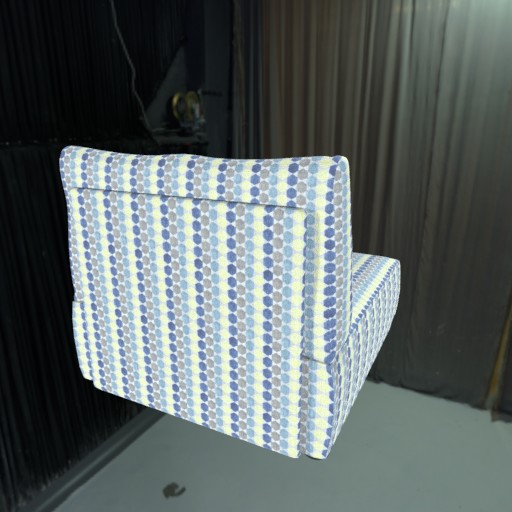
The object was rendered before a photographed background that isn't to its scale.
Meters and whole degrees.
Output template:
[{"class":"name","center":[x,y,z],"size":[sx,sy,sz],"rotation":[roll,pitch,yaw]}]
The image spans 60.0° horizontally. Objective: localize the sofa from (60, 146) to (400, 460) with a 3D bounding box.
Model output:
[{"class":"sofa","center":[0.000,0.000,1.675],"size":[0.930,0.830,1.000],"rotation":[9,19,26]}]
